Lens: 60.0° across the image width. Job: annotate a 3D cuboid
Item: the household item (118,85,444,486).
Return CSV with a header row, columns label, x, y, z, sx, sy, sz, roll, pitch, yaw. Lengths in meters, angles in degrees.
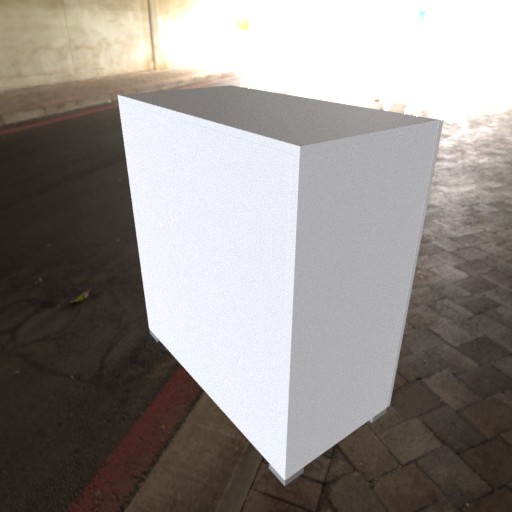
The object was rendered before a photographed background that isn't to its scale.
label,x,y,z,sx,sy,sz,roll,pitch,yaw
household item,0.000,0.000,1.334,0.420,0.870,0.800,-19,33,-32
